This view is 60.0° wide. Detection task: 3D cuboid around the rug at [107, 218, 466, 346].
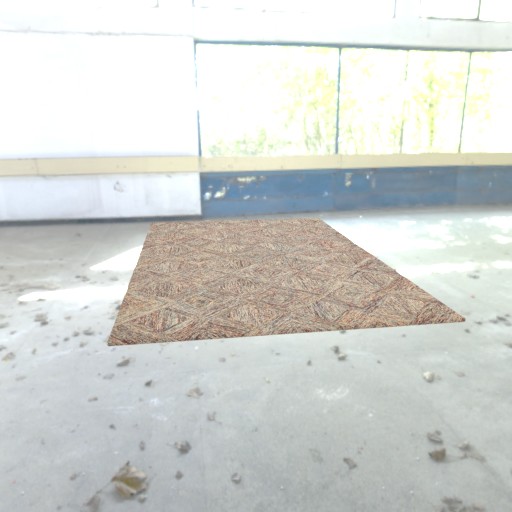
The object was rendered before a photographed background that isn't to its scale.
[{"bbox_3d":[0.000,0.000,2.923,1.523,0.019,2.285,-2,16,-8],"label":"rug"}]
